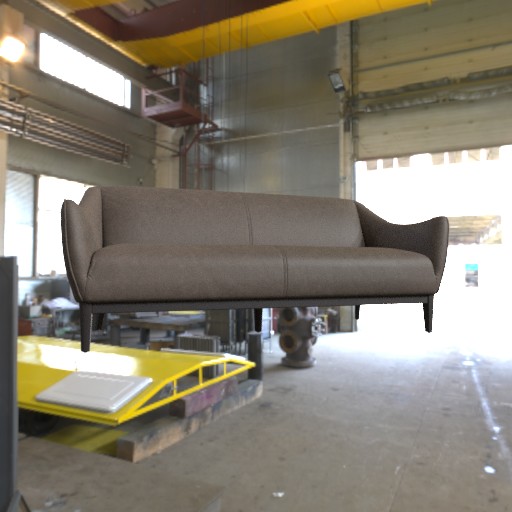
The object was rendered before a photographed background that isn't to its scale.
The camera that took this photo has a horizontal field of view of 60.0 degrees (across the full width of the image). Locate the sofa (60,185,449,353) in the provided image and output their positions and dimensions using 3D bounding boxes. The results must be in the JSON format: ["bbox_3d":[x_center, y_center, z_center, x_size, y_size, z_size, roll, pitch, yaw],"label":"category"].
[{"bbox_3d":[0.000,0.000,2.449,1.928,0.831,0.869,1,-2,-19],"label":"sofa"}]
